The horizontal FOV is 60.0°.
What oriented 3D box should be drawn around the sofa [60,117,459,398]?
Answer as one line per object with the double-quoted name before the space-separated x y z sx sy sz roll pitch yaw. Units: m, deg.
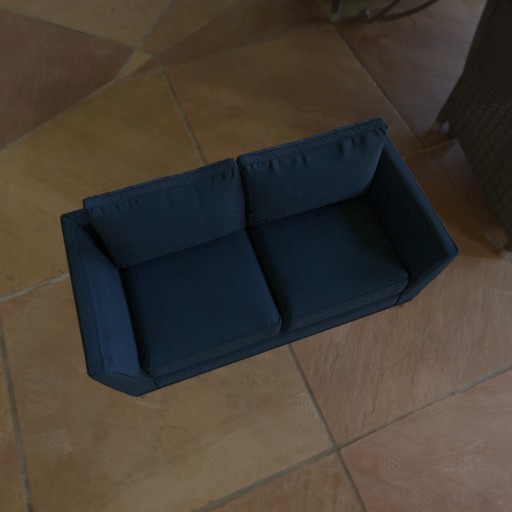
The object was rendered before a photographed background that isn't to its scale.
"sofa" 0.000 0.000 2.356 1.770 1.002 0.853 -18 65 -9
